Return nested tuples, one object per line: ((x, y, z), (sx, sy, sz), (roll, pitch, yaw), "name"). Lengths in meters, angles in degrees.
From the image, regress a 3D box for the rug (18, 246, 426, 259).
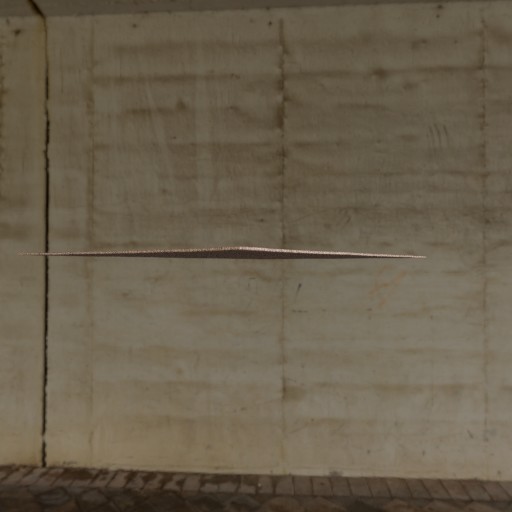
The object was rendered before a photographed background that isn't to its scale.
((0.000, 0.000, 2.312), (1.225, 0.013, 1.840), (-1, -1, 36), "rug")
